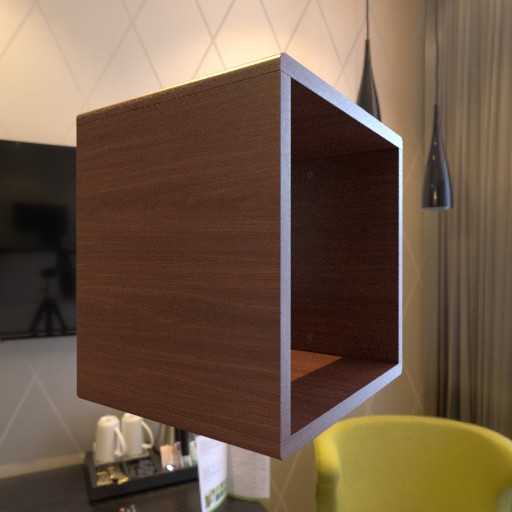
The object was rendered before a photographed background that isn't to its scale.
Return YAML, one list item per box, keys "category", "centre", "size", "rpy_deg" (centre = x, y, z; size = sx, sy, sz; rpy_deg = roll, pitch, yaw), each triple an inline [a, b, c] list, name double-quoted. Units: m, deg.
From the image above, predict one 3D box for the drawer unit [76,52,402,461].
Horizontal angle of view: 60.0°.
- category: "drawer unit"
  centre: [0.000, 0.000, 0.600]
  size: [0.290, 0.351, 0.349]
  rpy_deg: [0, 0, 35]
